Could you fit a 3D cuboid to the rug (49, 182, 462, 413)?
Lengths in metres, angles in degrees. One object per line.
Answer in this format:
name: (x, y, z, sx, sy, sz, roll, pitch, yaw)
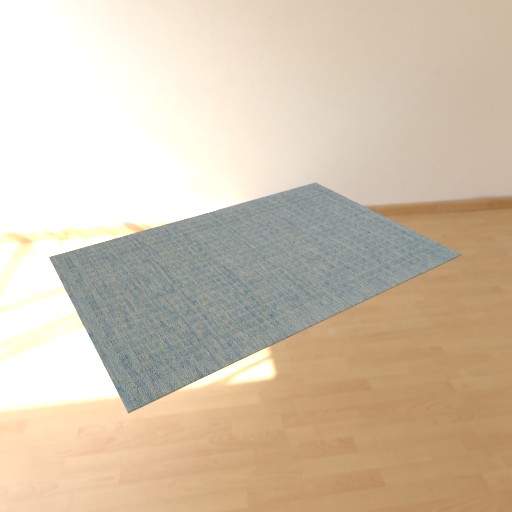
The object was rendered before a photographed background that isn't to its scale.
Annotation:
rug: (0.000, 0.000, 2.245, 1.752, 0.006, 1.142, -19, 37, -28)
